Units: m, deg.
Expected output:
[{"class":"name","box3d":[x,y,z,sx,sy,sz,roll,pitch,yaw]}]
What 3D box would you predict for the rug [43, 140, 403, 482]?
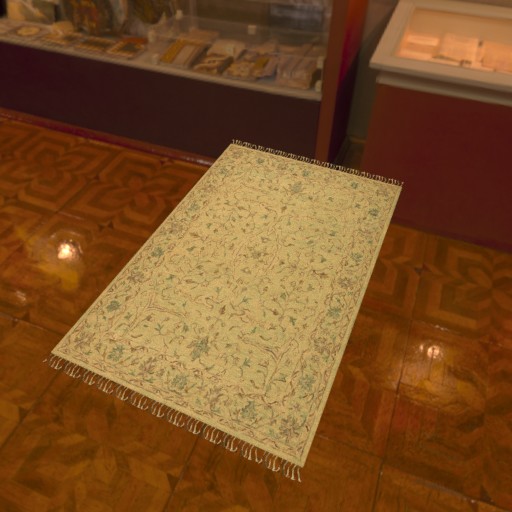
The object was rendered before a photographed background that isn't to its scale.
[{"class":"rug","box3d":[0.000,0.000,3.001,1.544,0.010,2.435,18,50,16]}]
